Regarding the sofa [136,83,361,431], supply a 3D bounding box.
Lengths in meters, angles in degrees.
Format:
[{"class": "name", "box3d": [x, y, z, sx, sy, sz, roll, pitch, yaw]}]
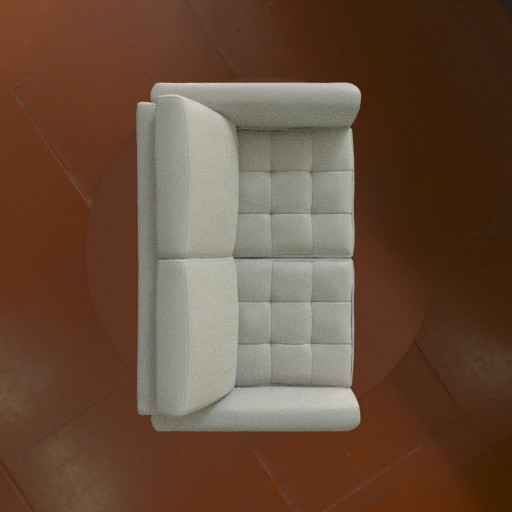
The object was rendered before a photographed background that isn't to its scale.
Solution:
[{"class": "sofa", "box3d": [0.000, 0.000, 2.415, 1.121, 0.930, 1.819, 0, 90, 1]}]
